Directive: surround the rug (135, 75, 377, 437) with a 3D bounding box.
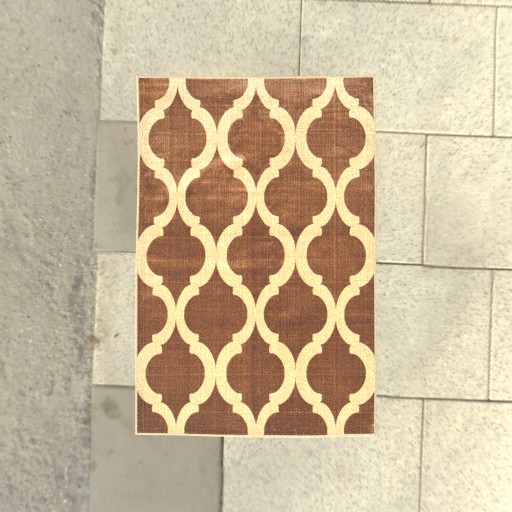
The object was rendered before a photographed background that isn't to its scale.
[{"bbox_3d":[0.000,0.000,2.805,1.526,0.014,2.290,0,90,0],"label":"rug"}]
